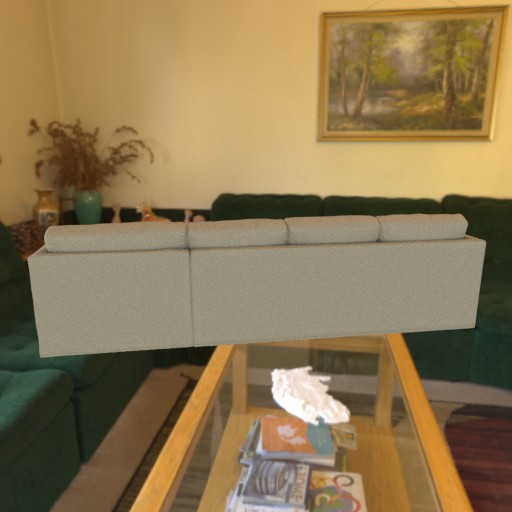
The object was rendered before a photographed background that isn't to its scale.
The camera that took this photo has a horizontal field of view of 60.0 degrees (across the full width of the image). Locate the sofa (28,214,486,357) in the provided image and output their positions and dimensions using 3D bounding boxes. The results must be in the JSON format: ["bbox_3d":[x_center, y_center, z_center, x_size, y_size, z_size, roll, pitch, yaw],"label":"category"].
[{"bbox_3d":[0.000,0.000,3.837,3.177,0.867,1.622,-2,14,-9],"label":"sofa"}]
